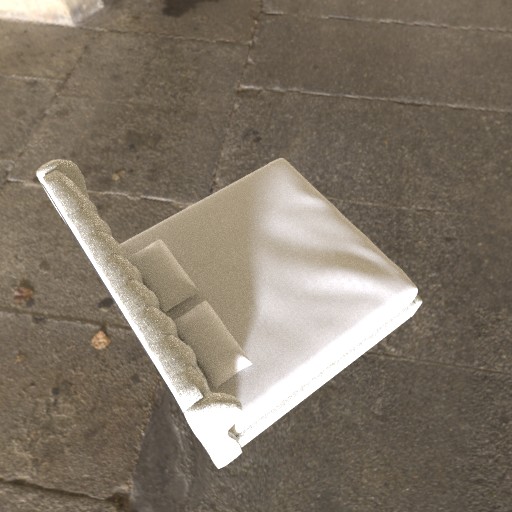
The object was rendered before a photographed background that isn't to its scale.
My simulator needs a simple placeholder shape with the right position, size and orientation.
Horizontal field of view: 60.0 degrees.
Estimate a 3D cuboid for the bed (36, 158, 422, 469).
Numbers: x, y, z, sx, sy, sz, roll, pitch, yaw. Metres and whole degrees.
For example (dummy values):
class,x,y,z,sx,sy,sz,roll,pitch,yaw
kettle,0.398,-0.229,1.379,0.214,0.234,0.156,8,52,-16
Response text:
class,x,y,z,sx,sy,sz,roll,pitch,yaw
bed,0.000,0.000,3.768,2.347,1.771,2.219,-32,63,-18
